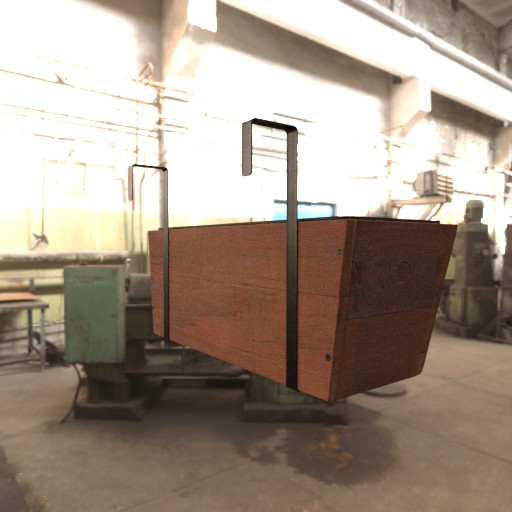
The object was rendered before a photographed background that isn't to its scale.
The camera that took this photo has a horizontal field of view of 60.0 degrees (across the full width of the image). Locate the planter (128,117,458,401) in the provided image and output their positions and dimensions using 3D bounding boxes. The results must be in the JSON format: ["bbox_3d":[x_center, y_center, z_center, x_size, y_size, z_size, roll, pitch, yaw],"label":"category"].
[{"bbox_3d":[0.000,0.000,0.659,0.262,0.289,0.480,-1,2,-36],"label":"planter"}]
